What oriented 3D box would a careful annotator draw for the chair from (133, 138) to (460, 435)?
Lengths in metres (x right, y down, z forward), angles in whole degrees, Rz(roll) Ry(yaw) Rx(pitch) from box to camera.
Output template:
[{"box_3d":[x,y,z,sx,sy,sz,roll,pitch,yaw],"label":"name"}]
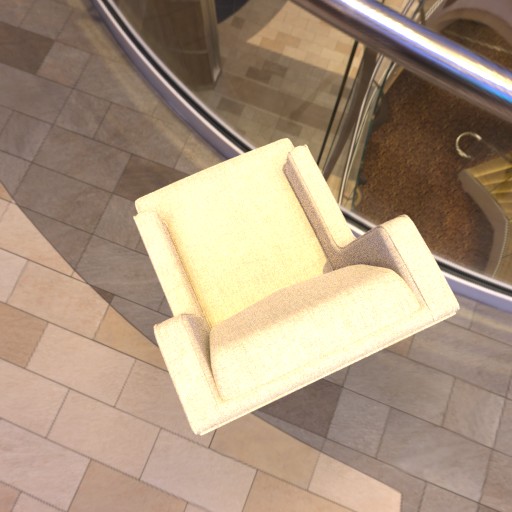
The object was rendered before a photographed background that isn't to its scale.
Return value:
[{"box_3d":[0.000,0.000,1.730,0.764,1.082,0.948,-24,77,-6],"label":"chair"}]
